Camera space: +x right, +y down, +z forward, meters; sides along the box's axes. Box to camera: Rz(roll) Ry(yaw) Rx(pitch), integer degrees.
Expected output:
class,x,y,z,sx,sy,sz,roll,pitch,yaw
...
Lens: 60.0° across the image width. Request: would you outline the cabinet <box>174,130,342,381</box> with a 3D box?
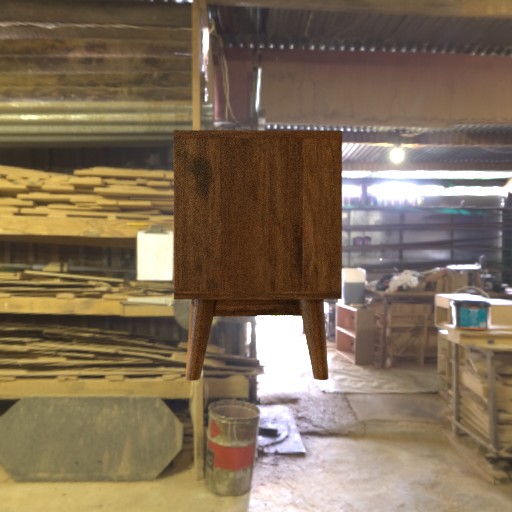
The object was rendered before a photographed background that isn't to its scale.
class,x,y,z,sx,sy,sz,roll,pitch,yaw
cabinet,0.000,0.000,1.641,0.349,0.528,1.448,0,0,0
